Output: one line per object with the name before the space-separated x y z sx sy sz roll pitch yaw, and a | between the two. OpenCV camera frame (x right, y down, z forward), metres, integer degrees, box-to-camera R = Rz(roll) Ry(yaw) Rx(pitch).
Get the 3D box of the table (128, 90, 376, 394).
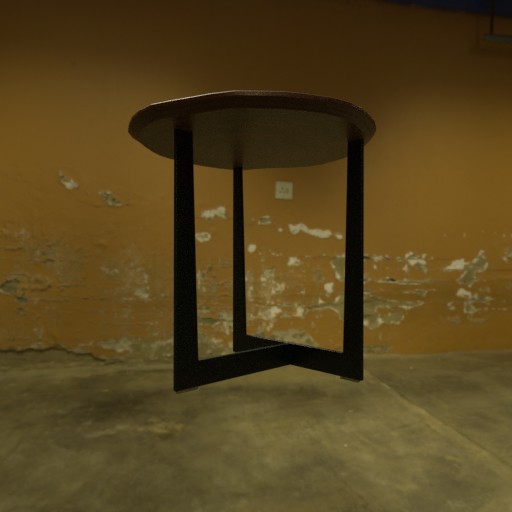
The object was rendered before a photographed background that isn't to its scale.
table | 0.000 0.000 0.881 0.477 0.476 0.494 0 -1 36
